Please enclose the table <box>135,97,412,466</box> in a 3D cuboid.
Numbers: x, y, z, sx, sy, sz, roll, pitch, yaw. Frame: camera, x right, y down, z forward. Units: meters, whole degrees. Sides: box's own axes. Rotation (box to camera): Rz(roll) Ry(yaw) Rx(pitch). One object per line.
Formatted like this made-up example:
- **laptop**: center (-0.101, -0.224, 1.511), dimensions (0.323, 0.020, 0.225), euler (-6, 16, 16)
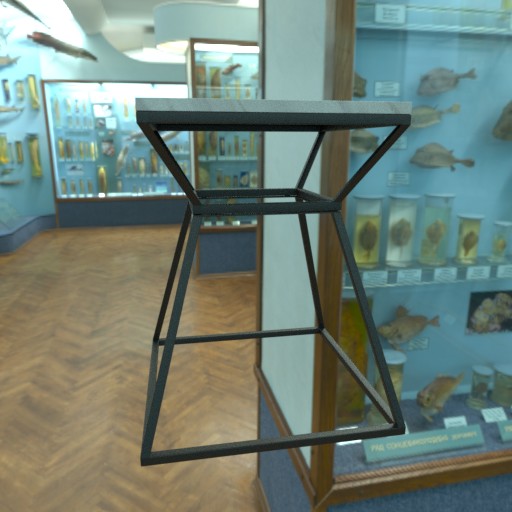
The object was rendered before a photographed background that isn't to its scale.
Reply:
- **table**: center (0.000, 0.000, 0.892), dimensions (0.455, 0.559, 0.455), euler (-3, 14, -10)
